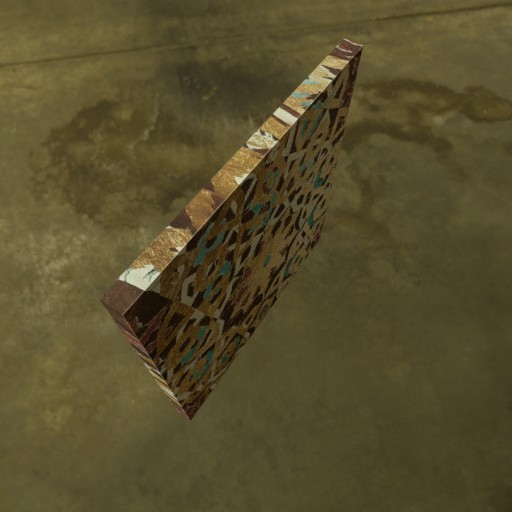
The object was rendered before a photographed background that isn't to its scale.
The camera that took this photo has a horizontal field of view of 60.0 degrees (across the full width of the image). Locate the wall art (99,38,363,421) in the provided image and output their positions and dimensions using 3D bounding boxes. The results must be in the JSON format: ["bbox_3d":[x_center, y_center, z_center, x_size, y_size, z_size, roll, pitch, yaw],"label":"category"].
[{"bbox_3d":[0.000,0.000,0.907,0.041,0.613,0.609,30,63,17],"label":"wall art"}]
